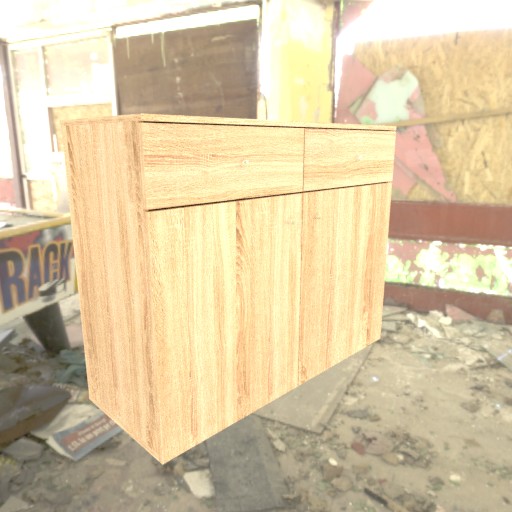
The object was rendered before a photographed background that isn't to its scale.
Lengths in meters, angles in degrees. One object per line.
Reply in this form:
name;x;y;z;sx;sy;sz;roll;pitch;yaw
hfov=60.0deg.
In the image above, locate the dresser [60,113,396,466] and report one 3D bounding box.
dresser;0.000;0.000;1.574;1.100;0.900;0.450;-14;20;-43
